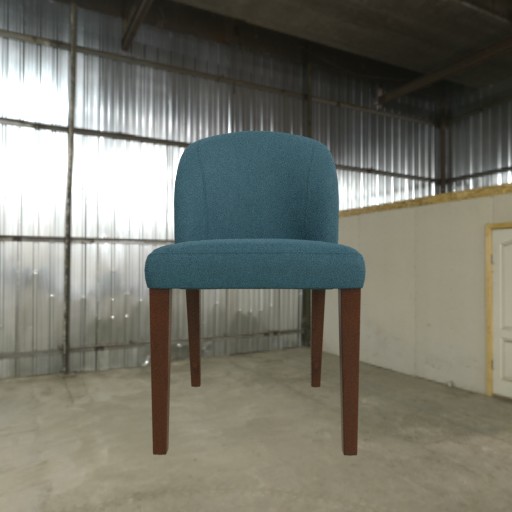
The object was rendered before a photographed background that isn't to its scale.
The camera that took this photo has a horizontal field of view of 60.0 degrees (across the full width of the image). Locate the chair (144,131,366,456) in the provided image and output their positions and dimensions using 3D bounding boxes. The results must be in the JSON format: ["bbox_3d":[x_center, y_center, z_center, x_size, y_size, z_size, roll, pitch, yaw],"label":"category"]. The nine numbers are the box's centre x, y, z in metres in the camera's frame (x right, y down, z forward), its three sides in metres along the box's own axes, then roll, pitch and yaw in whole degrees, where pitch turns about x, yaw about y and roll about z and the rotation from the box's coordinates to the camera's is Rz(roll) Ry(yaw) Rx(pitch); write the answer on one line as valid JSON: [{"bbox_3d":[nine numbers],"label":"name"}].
[{"bbox_3d":[0.000,0.000,1.254,0.507,0.879,0.620,0,0,0],"label":"chair"}]
